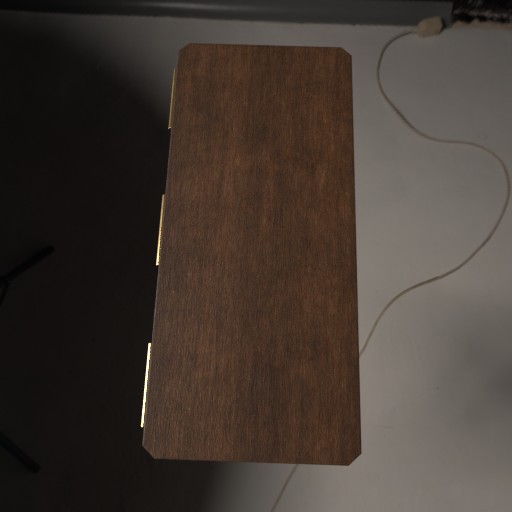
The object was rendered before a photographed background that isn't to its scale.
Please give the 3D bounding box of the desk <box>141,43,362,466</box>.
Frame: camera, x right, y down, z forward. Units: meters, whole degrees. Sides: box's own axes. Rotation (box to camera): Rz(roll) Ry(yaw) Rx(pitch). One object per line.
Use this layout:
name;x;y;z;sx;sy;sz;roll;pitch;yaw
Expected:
desk;0.000;0.000;1.886;0.684;0.762;1.479;2;75;0
